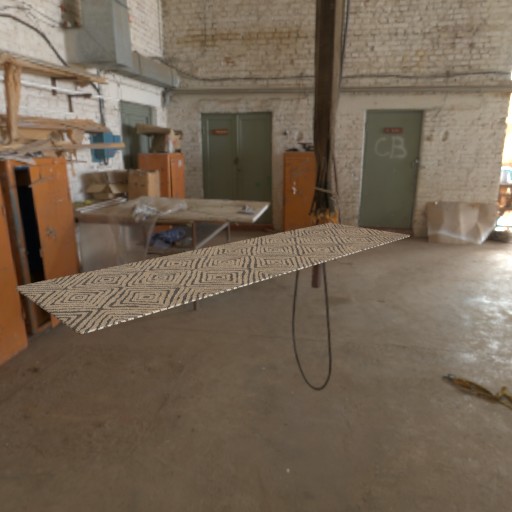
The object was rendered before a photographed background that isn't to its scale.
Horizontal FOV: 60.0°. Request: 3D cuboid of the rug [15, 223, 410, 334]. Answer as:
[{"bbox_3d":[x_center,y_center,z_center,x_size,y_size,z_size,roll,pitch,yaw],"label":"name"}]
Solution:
[{"bbox_3d":[0.000,0.000,2.461,2.277,0.008,0.676,-14,20,-43],"label":"rug"}]
